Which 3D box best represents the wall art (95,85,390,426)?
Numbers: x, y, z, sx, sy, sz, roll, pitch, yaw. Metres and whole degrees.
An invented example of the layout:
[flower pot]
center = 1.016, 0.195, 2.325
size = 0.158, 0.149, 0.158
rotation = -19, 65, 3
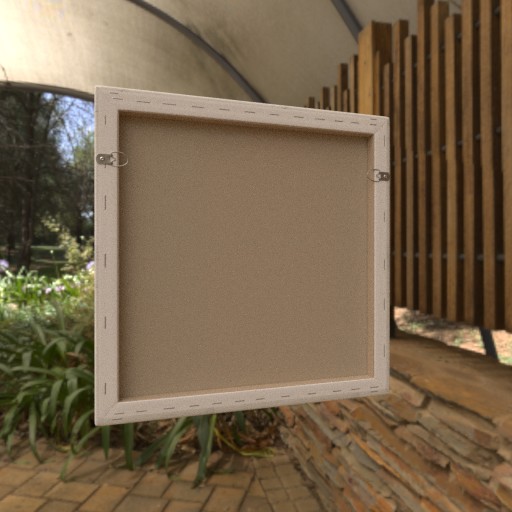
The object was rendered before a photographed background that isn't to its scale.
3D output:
[wall art]
center = 0.000, 0.000, 1.114
size = 0.762, 0.762, 0.038
rotation = 0, 0, -18
